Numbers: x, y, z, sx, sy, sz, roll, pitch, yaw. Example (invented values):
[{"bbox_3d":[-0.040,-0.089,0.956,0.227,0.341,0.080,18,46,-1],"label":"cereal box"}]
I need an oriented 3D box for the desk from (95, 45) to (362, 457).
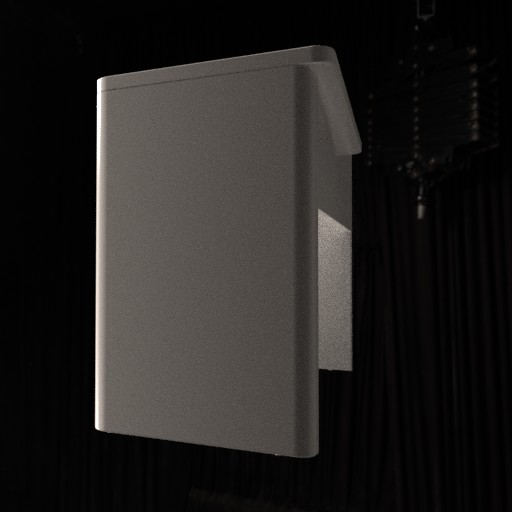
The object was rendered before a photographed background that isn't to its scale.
[{"bbox_3d":[0.000,0.000,1.285,0.549,0.800,0.762,0,-1,18],"label":"desk"}]
